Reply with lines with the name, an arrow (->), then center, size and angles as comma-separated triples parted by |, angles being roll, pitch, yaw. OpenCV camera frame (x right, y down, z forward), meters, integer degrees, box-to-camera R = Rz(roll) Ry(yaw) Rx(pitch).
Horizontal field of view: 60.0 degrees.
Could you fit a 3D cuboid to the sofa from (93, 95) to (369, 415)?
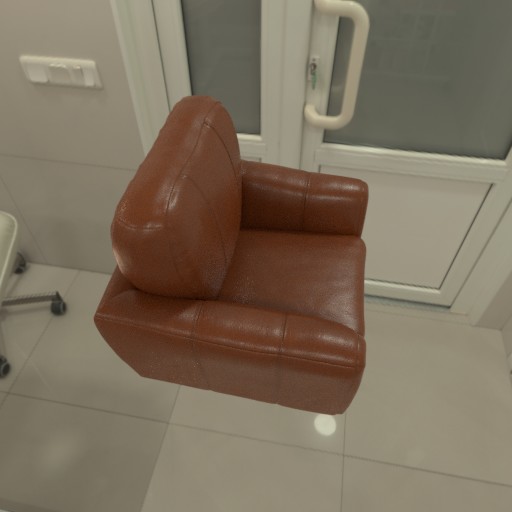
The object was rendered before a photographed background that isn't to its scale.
sofa -> 0.000, 0.000, 1.529 | 0.789, 0.876, 0.836 | 8, 49, 7
